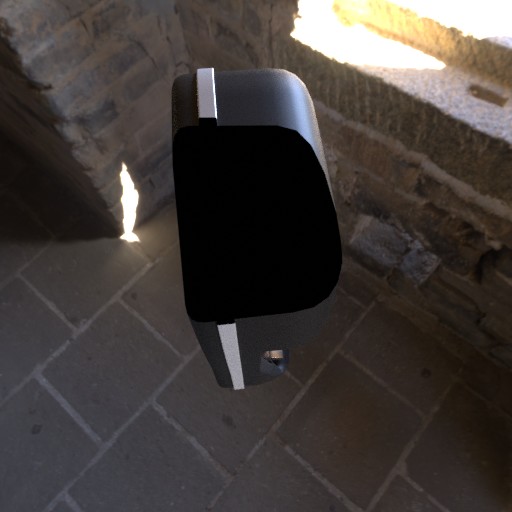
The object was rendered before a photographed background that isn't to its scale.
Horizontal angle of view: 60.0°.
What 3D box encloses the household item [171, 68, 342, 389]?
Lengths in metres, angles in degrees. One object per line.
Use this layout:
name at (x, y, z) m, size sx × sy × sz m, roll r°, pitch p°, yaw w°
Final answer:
household item at (0.000, 0.000, 0.148) m, size 0.038 × 0.114 × 0.070 m, roll -5°, pitch 64°, yaw -3°
